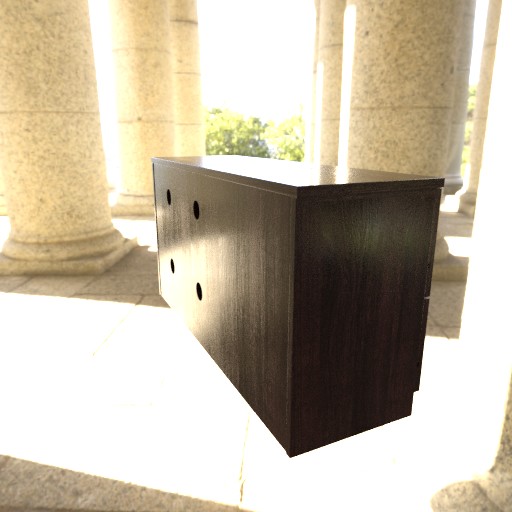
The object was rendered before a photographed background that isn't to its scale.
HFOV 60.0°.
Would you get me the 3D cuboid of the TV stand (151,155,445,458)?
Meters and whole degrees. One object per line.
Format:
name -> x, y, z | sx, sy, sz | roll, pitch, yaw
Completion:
TV stand -> 0.000, 0.000, 1.512 | 0.404, 0.614, 1.192 | -7, 17, -25
